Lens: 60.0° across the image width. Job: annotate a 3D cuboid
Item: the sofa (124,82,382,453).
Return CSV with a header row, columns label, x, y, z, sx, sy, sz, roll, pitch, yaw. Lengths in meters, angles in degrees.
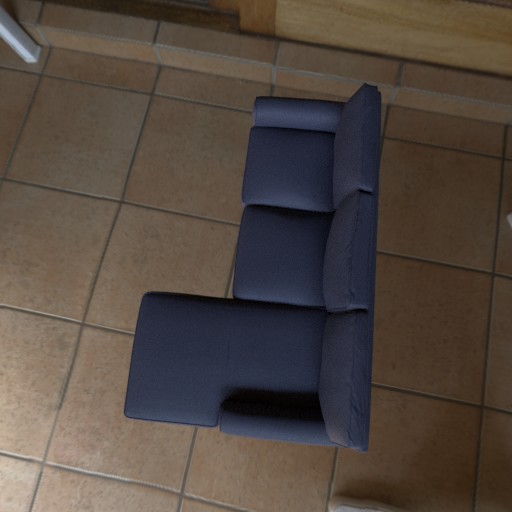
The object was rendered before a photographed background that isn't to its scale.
label,x,y,z,sx,sy,sz,roll,pitch,yaw
sofa,0.000,0.000,3.290,1.637,1.039,2.518,5,77,1
